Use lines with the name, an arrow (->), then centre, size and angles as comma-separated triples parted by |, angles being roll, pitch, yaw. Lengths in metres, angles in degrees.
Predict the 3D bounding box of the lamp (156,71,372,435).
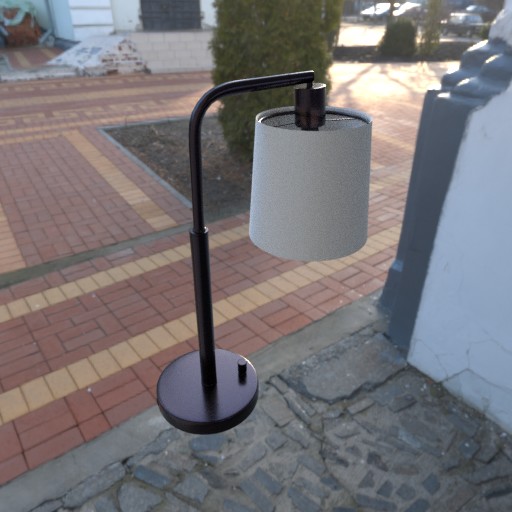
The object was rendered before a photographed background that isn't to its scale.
lamp -> 0.000, 0.000, 0.637 | 0.333, 0.489, 0.171 | -10, 31, -18
